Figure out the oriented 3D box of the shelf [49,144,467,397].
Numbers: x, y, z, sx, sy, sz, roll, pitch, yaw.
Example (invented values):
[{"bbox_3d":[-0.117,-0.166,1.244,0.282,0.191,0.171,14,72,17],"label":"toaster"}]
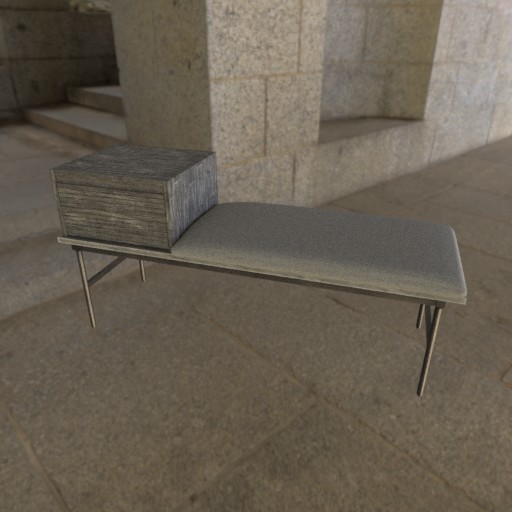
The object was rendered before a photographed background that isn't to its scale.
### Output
[{"bbox_3d":[0.000,0.000,1.607,1.342,0.633,0.457,8,28,16],"label":"shelf"}]
